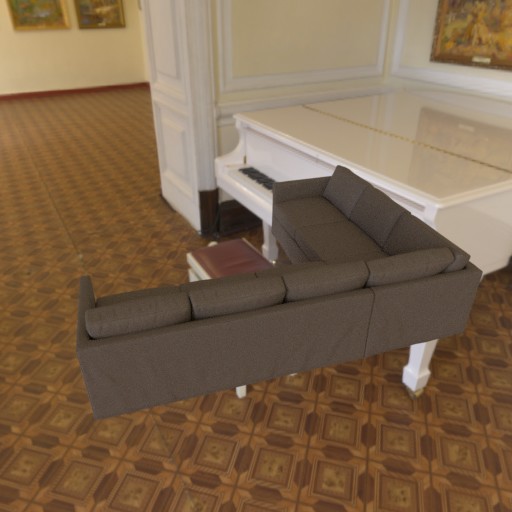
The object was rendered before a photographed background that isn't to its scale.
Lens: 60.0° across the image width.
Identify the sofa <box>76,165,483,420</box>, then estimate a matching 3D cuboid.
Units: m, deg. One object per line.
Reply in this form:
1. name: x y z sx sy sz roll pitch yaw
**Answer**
1. sofa: 0.000 0.000 4.342 3.182 0.871 2.432 -9 32 -15
